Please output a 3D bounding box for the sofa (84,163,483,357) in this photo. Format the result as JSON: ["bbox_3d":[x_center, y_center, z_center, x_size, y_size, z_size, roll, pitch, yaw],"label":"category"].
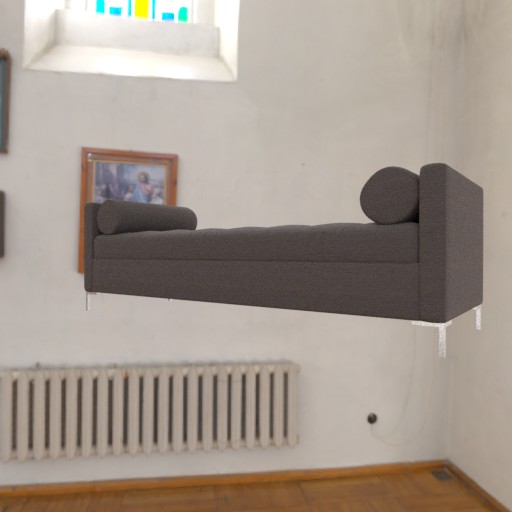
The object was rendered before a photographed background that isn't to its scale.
[{"bbox_3d":[0.000,0.000,2.254,1.981,0.635,0.686,0,1,36],"label":"sofa"}]
